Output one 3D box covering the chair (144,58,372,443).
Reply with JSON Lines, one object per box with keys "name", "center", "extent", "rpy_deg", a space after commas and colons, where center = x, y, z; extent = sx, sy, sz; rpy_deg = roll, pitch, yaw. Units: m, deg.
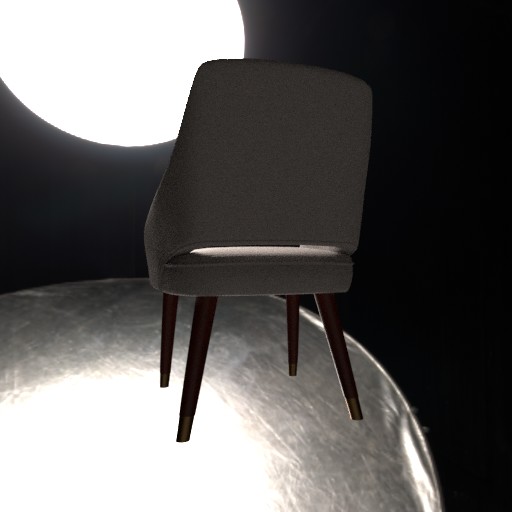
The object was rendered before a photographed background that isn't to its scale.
{"name": "chair", "center": [0.000, 0.000, 1.296], "extent": [0.609, 0.889, 0.600], "rpy_deg": [0, 0, -18]}
